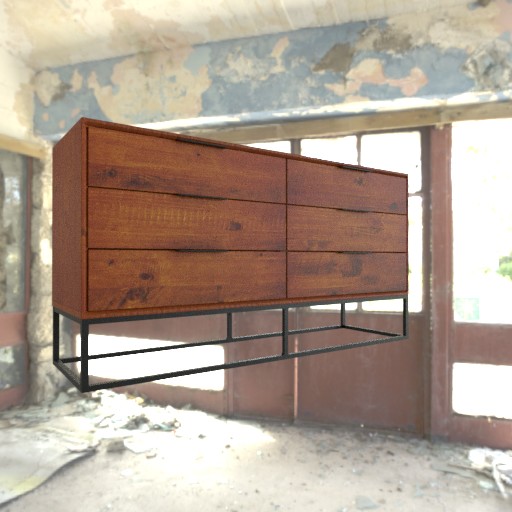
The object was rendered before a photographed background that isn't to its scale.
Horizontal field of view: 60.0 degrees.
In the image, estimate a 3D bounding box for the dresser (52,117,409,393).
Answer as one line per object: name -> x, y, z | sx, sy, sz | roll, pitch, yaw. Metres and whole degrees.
dresser -> 0.000, 0.000, 1.906 | 1.536, 0.810, 0.464 | 0, 0, -35
